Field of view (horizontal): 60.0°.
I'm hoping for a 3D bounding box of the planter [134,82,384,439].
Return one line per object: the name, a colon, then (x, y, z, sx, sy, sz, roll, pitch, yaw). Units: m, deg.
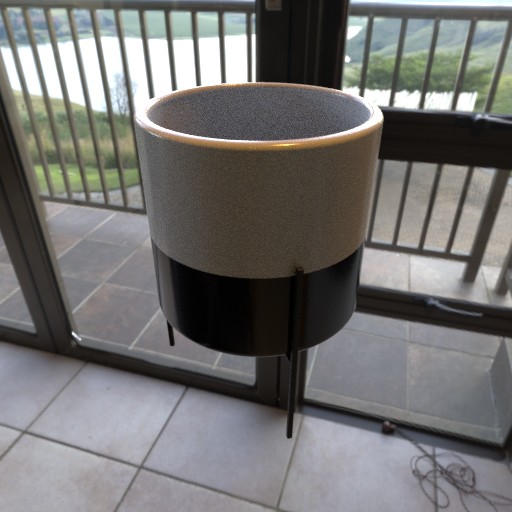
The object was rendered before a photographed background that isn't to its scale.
planter: (0.000, 0.000, 0.656, 0.310, 0.432, 0.310, -1, 32, -1)
